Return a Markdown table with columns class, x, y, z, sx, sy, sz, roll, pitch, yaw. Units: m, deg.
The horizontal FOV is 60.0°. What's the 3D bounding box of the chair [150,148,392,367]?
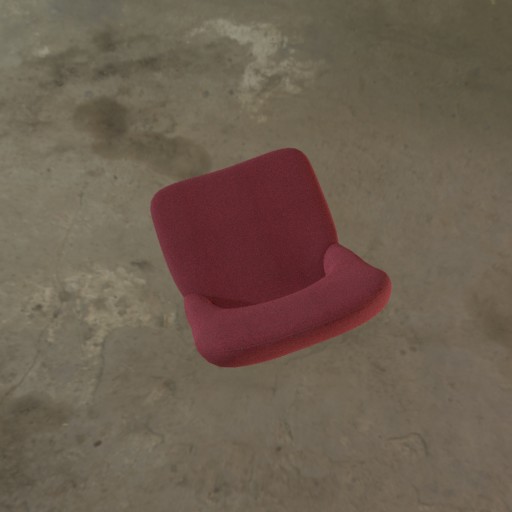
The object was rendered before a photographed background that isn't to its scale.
| class | x | y | z | sx | sy | sz | roll | pitch | yaw |
| --- | --- | --- | --- | --- | --- | --- | --- | --- | --- |
| chair | 0.000 | 0.000 | 1.237 | 0.483 | 0.892 | 0.569 | -19 | 76 | -5 |
